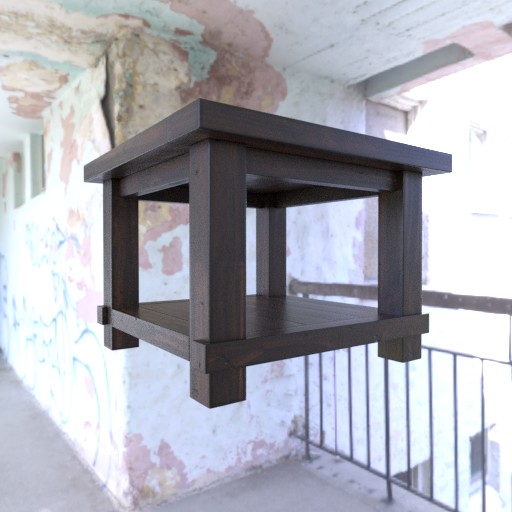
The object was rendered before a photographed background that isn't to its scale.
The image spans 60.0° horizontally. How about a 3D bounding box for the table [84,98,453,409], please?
[{"bbox_3d":[0.000,0.000,1.012,0.606,0.437,0.593,-1,1,-35],"label":"table"}]
